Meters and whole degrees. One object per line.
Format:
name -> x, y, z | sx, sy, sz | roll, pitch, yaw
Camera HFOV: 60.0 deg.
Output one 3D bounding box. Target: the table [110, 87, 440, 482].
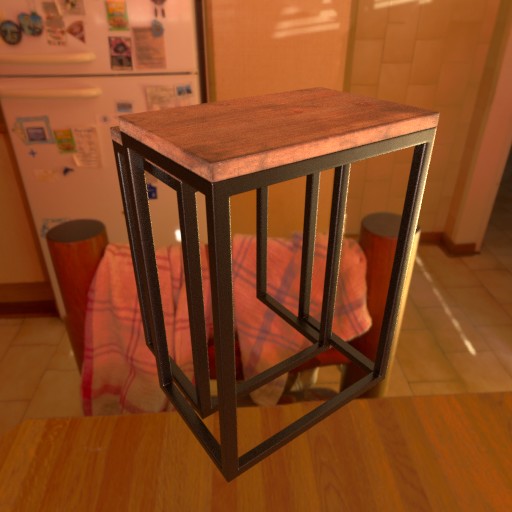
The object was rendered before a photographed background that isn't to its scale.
table -> 0.000, 0.000, 0.936 | 0.456, 0.615, 0.460 | -19, 35, -29
